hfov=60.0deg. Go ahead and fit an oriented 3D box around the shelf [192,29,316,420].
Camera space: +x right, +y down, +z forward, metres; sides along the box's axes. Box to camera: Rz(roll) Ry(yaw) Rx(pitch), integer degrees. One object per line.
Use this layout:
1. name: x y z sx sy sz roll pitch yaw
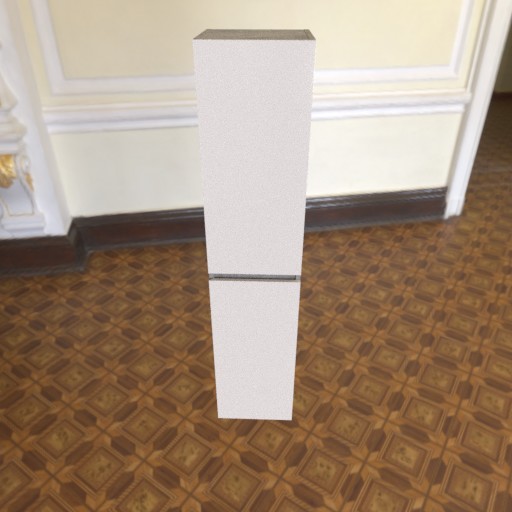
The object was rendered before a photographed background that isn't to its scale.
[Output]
1. shelf: 0.000 0.000 1.556 0.300 1.400 0.270 1 32 2
